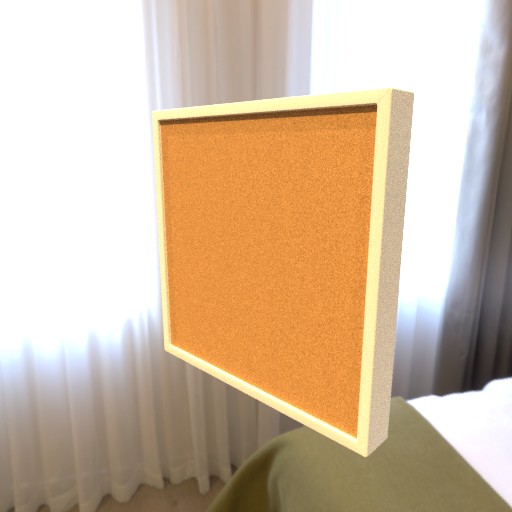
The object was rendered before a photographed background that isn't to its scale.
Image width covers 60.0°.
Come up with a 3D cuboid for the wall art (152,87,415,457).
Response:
[{"bbox_3d":[0.000,0.000,0.466,0.305,0.305,0.038,13,19,43],"label":"wall art"}]
